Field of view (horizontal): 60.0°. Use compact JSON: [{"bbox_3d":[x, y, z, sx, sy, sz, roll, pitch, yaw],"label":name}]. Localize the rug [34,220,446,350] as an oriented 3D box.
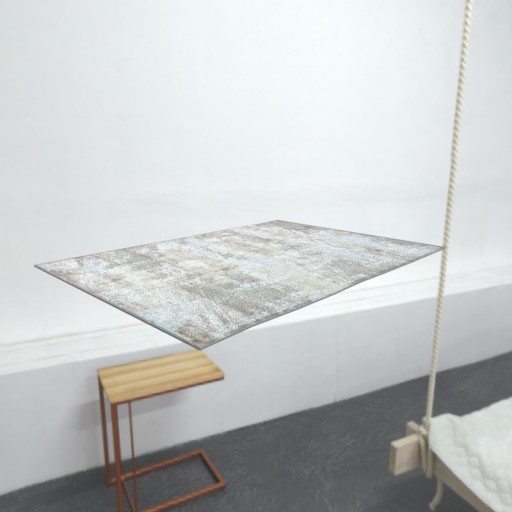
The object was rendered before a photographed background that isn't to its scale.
[{"bbox_3d":[0.000,0.000,4.340,2.393,0.013,3.307,14,20,42],"label":"rug"}]
